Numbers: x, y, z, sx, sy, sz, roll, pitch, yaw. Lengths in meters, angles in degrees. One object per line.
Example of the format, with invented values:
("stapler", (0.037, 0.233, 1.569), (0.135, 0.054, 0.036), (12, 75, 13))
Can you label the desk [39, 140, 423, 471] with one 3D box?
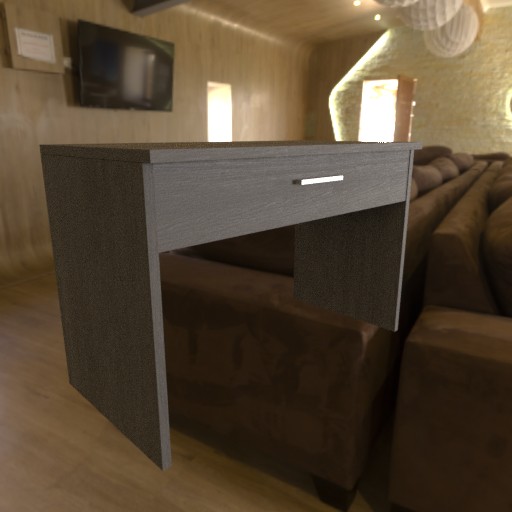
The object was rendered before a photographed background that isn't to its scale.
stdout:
("desk", (0.000, 0.000, 1.478), (1.099, 0.729, 0.557), (-15, 21, -43))
